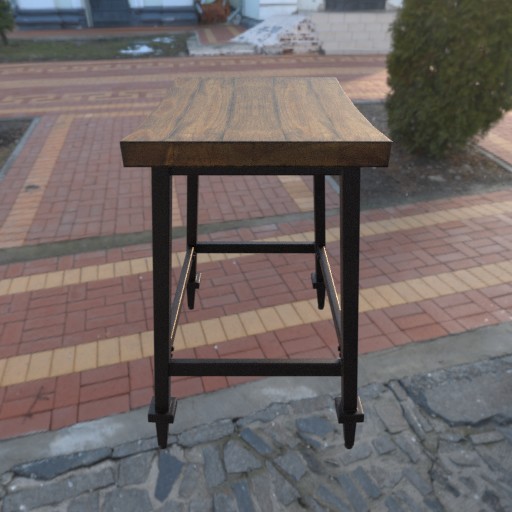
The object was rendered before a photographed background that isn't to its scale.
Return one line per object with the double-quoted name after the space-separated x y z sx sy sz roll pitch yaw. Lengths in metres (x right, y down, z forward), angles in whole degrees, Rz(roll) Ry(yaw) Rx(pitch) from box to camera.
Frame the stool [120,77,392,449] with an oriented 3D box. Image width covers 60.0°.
0.000 0.000 0.925 0.405 0.625 0.486 0 31 0 "stool"
